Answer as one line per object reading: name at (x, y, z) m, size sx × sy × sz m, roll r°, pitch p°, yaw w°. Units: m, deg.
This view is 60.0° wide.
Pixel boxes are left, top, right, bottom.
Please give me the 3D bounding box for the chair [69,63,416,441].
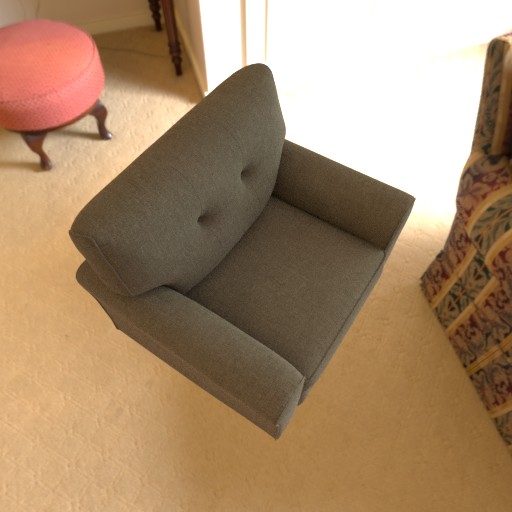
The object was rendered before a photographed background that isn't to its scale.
chair at (0.000, 0.000, 1.601) m, size 0.816 × 0.890 × 0.941 m, roll 30°, pitch 63°, yaw 17°
